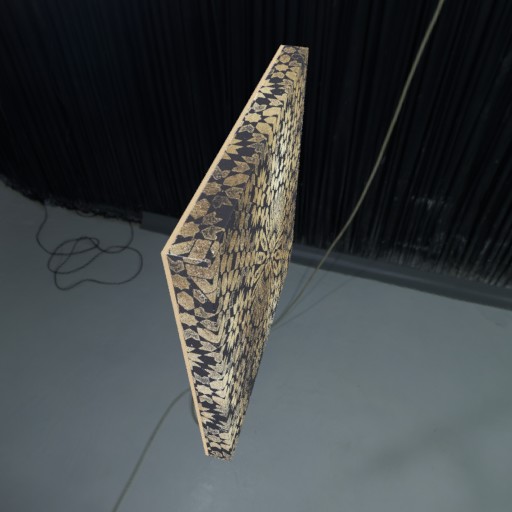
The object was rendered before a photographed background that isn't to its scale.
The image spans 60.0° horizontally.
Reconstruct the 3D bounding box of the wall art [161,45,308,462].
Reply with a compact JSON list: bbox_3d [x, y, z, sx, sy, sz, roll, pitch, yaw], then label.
[{"bbox_3d":[0.000,0.000,0.605,0.038,0.405,0.405,11,47,10],"label":"wall art"}]
